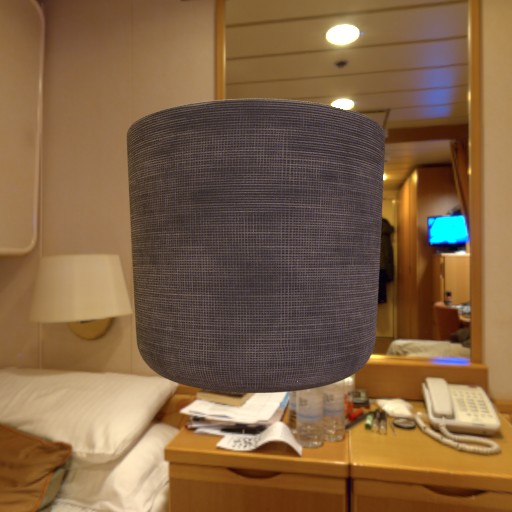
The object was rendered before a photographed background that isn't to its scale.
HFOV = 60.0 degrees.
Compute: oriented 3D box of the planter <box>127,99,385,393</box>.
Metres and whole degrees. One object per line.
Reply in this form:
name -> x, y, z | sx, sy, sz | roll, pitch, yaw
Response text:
planter -> 0.000, 0.000, 0.783 | 0.440, 0.398, 0.440 | 0, -1, 0
